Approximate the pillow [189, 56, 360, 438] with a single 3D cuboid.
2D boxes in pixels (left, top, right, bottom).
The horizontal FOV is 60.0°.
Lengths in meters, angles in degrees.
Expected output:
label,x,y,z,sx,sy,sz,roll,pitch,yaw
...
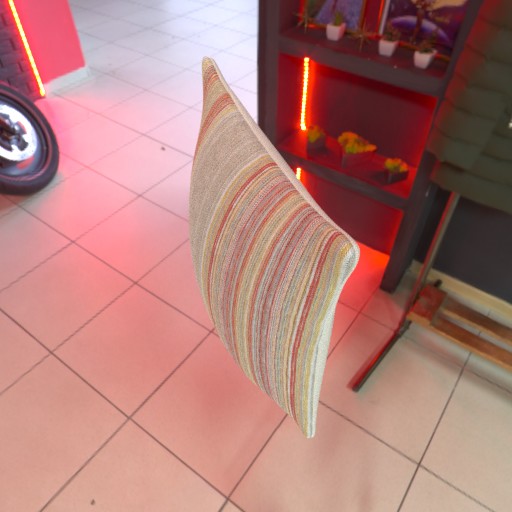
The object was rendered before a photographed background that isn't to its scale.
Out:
label,x,y,z,sx,sy,sz,roll,pitch,yaw
pillow,0.000,0.000,0.692,0.191,0.449,0.451,-16,48,-15
